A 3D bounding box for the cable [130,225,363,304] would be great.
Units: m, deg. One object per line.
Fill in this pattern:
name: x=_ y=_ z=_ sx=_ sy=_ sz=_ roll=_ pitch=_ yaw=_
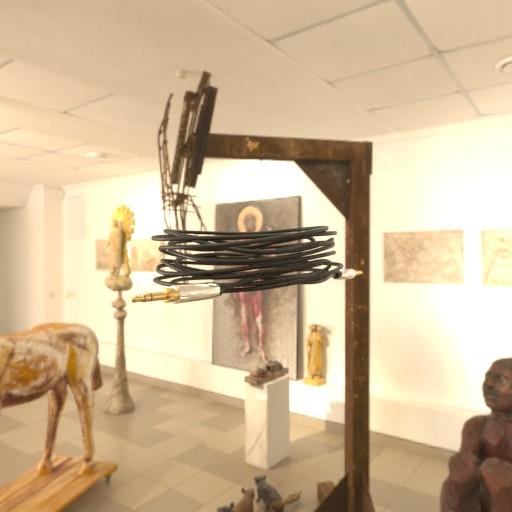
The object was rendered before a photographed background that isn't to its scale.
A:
cable: x=0.000 y=0.000 z=0.497 sx=0.198 sy=0.069 sz=0.432 roll=0 pitch=1 yaw=35
